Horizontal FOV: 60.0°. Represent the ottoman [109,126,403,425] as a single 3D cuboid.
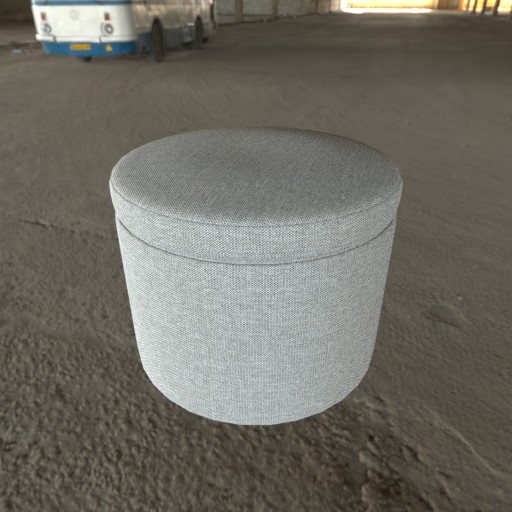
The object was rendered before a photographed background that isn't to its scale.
[{"bbox_3d":[0.000,0.000,0.874,0.500,0.419,0.500,0,30,0],"label":"ottoman"}]
